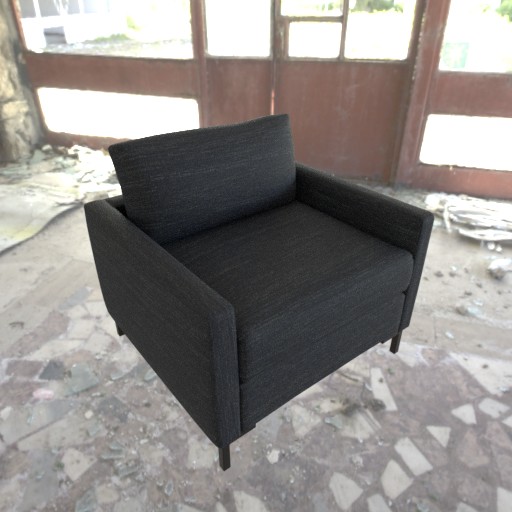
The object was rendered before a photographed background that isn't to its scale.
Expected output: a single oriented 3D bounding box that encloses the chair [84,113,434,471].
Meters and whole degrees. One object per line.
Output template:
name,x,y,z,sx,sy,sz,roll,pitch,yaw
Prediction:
chair,0.000,0.000,1.657,0.963,0.861,0.866,-22,37,-32
